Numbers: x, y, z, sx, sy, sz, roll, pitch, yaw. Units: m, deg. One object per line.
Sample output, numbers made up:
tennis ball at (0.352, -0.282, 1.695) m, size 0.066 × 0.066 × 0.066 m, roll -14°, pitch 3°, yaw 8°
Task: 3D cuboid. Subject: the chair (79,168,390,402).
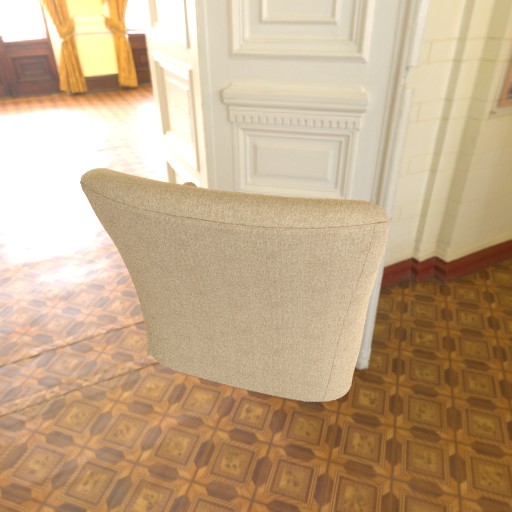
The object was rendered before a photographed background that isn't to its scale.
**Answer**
chair at (0.000, 0.000, 1.609) m, size 0.864 × 0.856 × 0.923 m, roll 9°, pitch 33°, yaw 14°
